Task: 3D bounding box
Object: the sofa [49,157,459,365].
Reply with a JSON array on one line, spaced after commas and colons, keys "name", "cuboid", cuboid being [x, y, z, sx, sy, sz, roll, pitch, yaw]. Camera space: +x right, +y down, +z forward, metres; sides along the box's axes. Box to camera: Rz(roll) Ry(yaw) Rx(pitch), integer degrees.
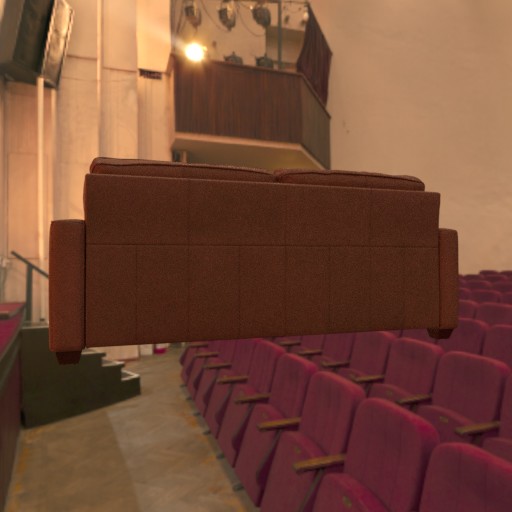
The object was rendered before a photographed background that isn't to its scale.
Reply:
[{"name": "sofa", "cuboid": [0.000, 0.000, 2.534, 2.080, 0.919, 0.940, 0, 0, -18]}]
